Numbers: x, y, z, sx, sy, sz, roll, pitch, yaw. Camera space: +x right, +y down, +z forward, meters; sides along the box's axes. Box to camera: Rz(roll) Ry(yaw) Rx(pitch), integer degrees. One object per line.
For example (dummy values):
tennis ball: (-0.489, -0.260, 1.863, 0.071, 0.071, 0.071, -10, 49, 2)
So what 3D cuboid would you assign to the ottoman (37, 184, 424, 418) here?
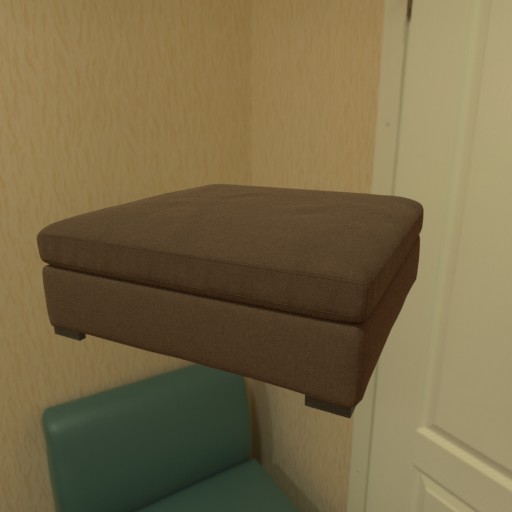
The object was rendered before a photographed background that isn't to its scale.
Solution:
ottoman: (0.000, 0.000, 1.840, 1.181, 0.470, 1.181, 8, 18, 25)
